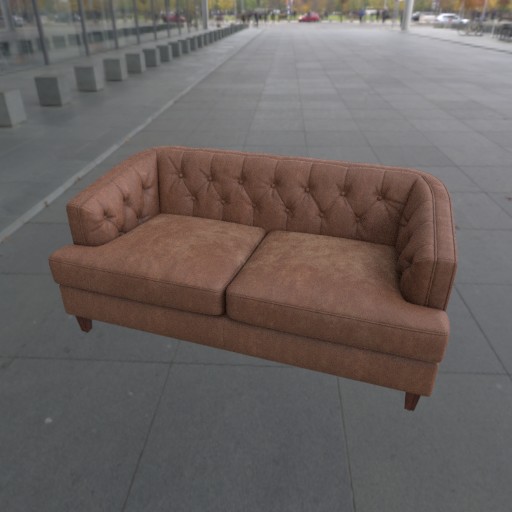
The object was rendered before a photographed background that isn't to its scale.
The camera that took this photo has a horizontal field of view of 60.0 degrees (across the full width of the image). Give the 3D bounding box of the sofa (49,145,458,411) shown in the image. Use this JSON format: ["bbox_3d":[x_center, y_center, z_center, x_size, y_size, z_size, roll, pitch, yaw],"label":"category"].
[{"bbox_3d":[0.000,0.000,2.206,1.755,0.786,0.914,9,30,16],"label":"sofa"}]
